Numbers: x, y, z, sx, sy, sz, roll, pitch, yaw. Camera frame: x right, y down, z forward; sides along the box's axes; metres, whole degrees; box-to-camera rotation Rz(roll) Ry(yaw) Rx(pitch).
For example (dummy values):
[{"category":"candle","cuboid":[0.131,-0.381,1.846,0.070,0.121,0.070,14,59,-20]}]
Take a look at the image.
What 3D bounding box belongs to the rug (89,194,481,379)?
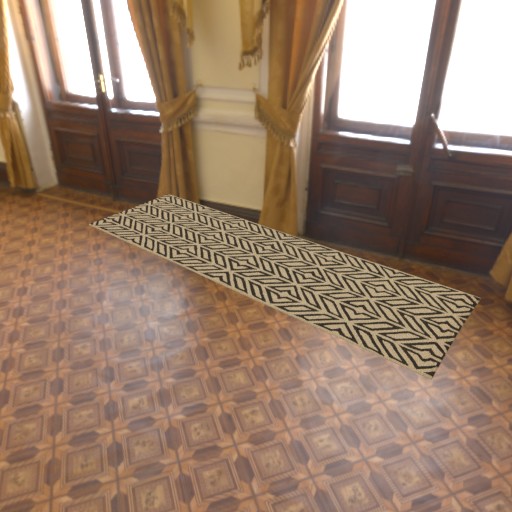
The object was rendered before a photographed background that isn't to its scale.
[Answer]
[{"category":"rug","cuboid":[0.000,0.000,2.742,2.435,0.009,0.750,21,35,33]}]
